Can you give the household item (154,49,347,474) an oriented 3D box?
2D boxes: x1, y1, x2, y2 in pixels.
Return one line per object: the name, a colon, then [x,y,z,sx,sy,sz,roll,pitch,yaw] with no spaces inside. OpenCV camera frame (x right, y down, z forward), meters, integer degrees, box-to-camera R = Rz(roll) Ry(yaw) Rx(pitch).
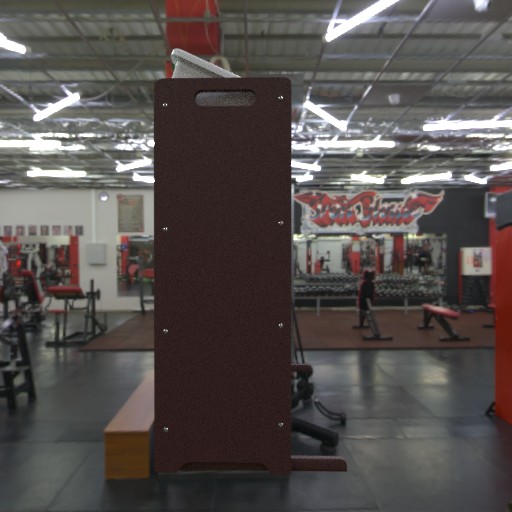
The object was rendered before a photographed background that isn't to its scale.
household item: [0.000,0.000,1.273,0.389,0.864,0.787,0,1,2]
